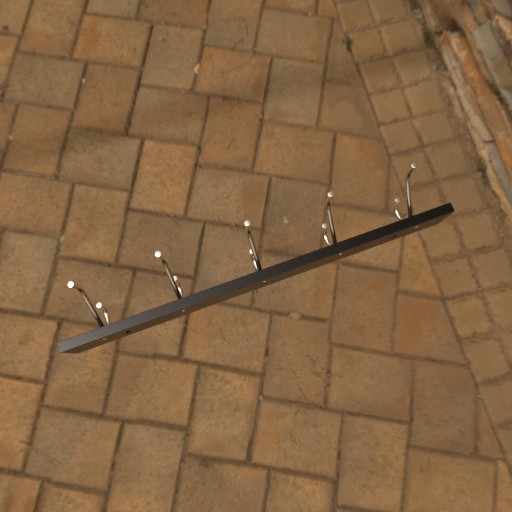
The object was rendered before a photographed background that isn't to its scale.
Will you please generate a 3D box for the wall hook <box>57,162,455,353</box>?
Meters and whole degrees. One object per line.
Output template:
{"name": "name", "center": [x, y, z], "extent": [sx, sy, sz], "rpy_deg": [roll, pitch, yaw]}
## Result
{"name": "wall hook", "center": [0.000, 0.000, 0.612], "extent": [0.571, 0.117, 0.071], "rpy_deg": [-19, 77, -5]}
